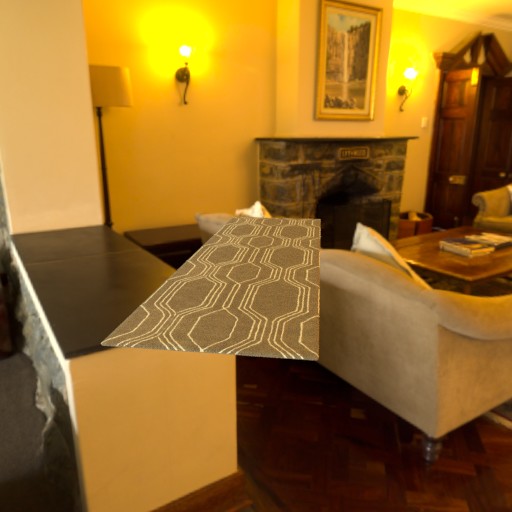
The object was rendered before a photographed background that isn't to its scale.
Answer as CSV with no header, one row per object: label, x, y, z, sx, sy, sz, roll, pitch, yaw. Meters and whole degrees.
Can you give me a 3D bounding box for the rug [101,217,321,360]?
rug,0.000,0.000,2.702,0.773,0.012,2.464,2,16,8
